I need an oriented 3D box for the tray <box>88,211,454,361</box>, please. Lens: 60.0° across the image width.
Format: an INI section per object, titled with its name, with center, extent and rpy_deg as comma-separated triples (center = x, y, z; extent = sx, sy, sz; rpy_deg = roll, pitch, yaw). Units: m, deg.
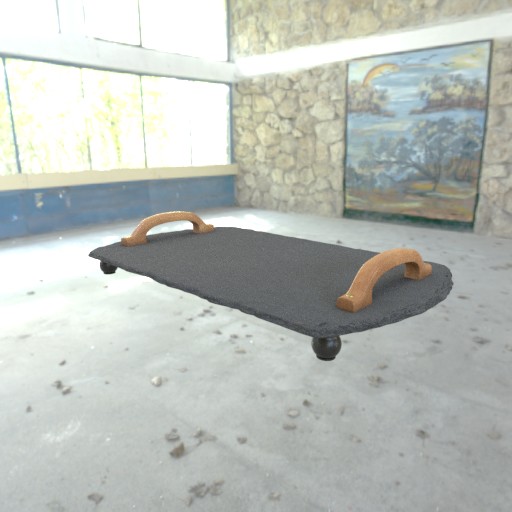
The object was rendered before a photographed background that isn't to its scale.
[tray]
center = 0.000, 0.000, 0.475
extent = 0.387, 0.062, 0.231
rpy_deg = 13, 19, 42
